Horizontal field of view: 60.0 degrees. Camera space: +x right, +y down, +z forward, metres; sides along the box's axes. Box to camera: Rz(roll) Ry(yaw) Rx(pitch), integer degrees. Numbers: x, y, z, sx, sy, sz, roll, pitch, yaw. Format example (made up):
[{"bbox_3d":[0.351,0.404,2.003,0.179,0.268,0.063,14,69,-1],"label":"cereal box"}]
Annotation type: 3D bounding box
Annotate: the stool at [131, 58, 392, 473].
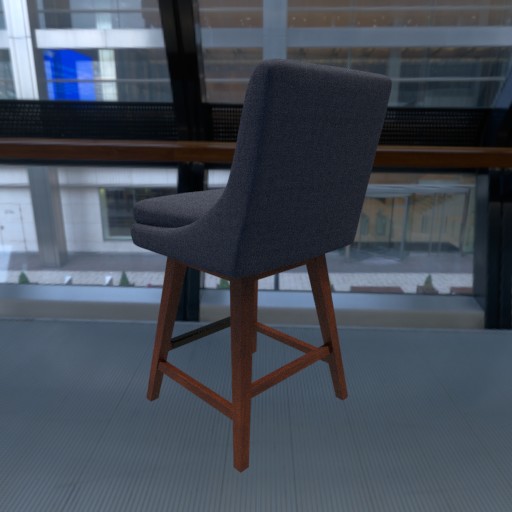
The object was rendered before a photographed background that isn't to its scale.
[{"bbox_3d":[0.000,0.000,1.183,0.467,0.895,0.524,-15,22,-42],"label":"stool"}]
